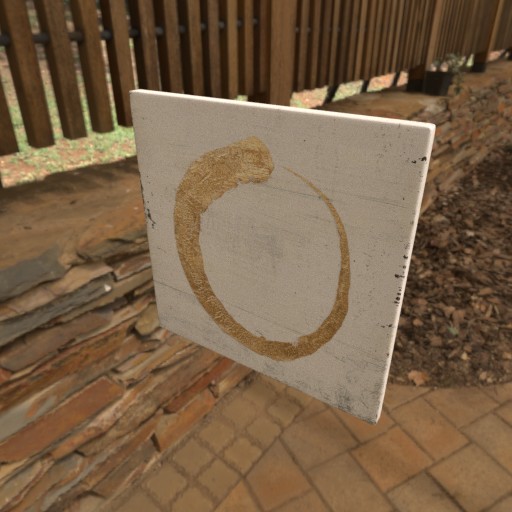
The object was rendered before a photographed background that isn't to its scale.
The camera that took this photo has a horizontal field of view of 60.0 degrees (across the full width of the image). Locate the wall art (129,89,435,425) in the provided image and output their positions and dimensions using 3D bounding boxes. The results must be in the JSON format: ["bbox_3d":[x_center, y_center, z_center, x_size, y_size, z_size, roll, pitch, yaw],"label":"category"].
[{"bbox_3d":[0.000,0.000,1.157,0.762,0.762,0.038,17,33,29],"label":"wall art"}]
